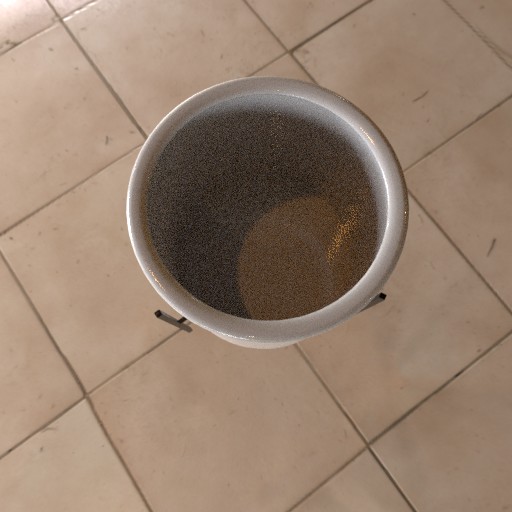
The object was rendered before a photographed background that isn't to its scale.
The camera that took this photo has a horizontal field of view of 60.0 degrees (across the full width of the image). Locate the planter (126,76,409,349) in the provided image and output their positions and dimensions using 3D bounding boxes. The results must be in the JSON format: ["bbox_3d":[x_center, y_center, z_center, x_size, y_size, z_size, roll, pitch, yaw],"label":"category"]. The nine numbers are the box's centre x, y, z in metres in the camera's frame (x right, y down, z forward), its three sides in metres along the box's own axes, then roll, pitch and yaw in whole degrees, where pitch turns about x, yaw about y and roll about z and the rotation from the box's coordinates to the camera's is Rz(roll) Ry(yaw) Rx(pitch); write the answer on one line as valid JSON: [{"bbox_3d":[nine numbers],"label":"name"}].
[{"bbox_3d":[0.000,0.000,0.741,0.361,0.480,0.360,-36,79,-8],"label":"planter"}]
